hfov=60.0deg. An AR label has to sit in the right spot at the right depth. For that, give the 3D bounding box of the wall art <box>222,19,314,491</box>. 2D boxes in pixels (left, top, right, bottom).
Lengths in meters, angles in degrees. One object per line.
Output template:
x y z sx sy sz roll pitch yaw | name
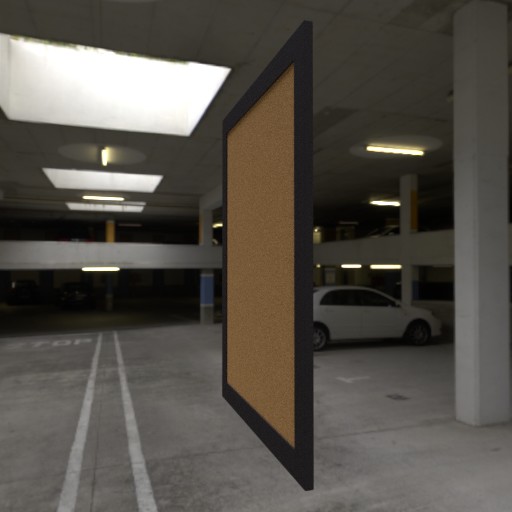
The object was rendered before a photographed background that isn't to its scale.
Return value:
0.000 0.000 0.675 0.012 0.529 0.374 0 -1 -19 | wall art
